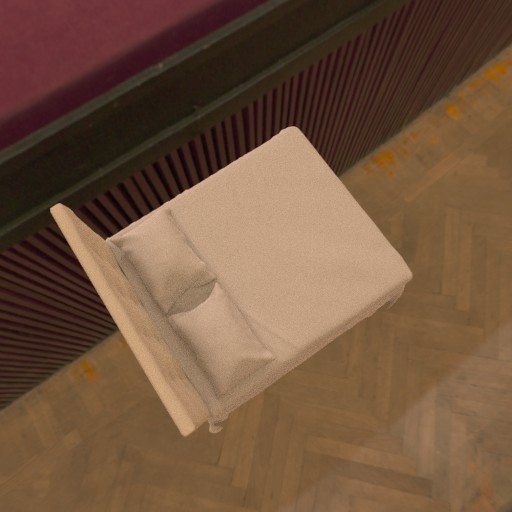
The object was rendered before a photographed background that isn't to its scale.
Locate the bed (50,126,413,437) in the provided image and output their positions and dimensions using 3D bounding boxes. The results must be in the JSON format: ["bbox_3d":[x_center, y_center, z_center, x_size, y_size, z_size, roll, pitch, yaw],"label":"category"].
[{"bbox_3d":[0.000,0.000,3.502,2.222,1.577,1.936,-33,77,-8],"label":"bed"}]
